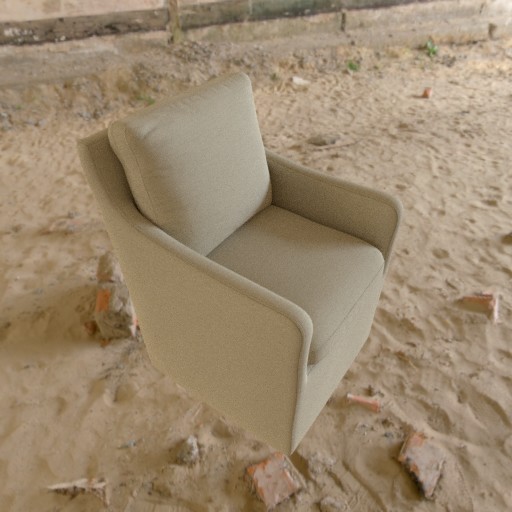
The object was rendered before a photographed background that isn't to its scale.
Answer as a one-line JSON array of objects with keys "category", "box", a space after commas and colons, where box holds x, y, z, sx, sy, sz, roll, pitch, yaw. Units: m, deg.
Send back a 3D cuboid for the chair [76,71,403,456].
[{"category": "chair", "box": [0.000, 0.000, 1.372, 0.694, 0.914, 0.626, 25, 47, 26]}]
